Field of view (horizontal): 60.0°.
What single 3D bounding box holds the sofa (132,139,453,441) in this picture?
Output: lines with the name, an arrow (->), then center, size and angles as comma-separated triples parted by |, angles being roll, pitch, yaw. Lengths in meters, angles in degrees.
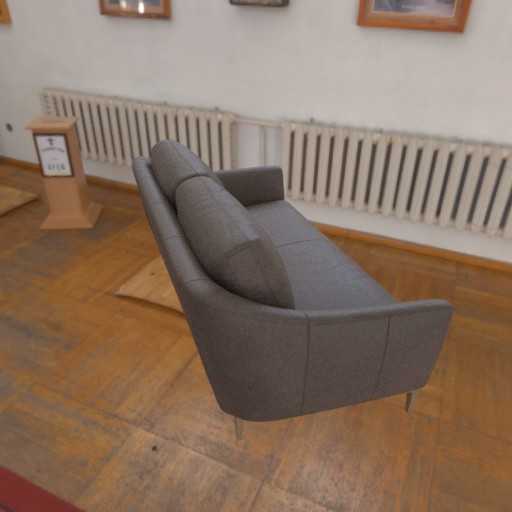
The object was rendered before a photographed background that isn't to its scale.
sofa -> 0.000, 0.000, 2.162 | 0.960, 0.902, 1.619 | -11, 32, -18
